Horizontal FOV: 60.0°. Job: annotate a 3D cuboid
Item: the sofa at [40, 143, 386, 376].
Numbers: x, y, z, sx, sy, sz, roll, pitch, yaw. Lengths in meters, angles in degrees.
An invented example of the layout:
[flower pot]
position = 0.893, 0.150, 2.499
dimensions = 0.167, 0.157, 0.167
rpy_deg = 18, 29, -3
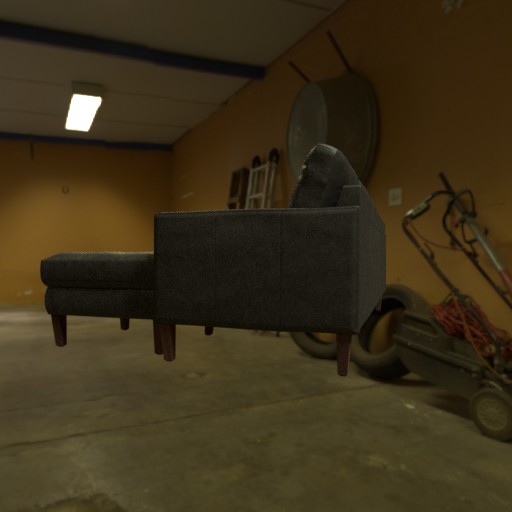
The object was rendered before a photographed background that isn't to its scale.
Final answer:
[sofa]
position = 0.000, 0.000, 2.806
dimensions = 1.497, 0.876, 2.178
rpy_deg = 0, 0, 19
